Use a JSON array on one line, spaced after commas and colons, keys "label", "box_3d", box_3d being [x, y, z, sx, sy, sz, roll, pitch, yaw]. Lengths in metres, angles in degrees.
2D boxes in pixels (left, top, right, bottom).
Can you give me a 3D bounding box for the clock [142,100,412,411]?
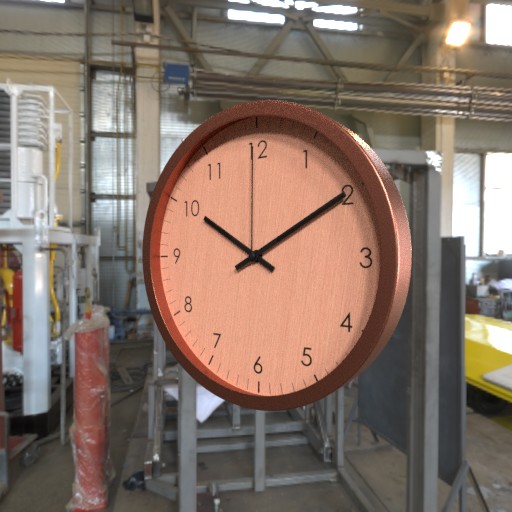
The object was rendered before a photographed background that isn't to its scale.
[{"label": "clock", "box_3d": [0.000, 0.000, 0.470, 0.313, 0.313, 0.040, 1, 1, 35]}]
